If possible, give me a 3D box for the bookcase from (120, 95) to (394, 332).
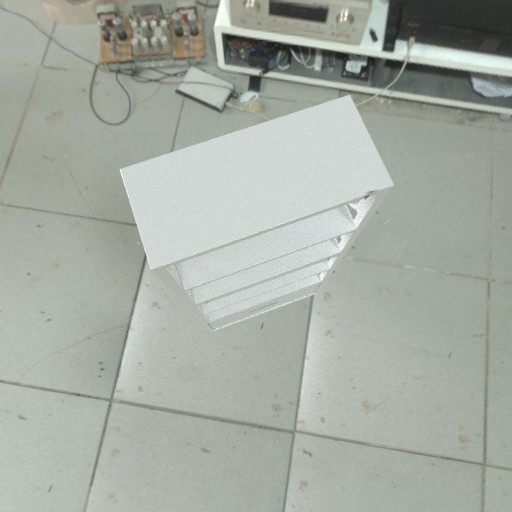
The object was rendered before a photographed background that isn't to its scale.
[{"bbox_3d":[0.000,0.000,2.195,0.761,1.869,0.361,-19,75,-5],"label":"bookcase"}]
